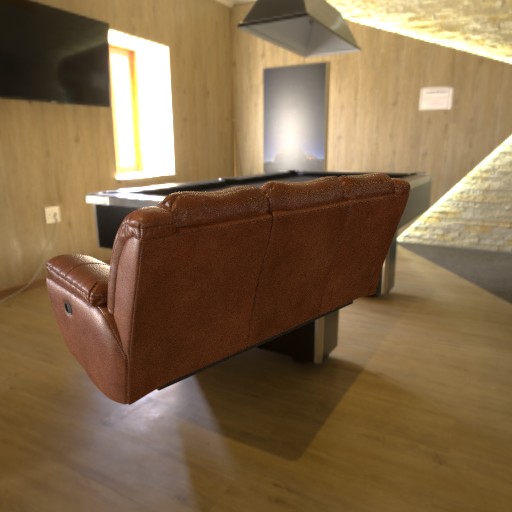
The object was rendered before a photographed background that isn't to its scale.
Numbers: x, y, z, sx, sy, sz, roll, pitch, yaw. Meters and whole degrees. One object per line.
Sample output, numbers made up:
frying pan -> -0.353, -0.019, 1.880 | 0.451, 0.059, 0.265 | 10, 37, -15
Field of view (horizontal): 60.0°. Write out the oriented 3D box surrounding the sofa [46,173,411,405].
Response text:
sofa -> 0.000, 0.000, 2.880 | 2.337, 1.043, 0.991 | -14, 20, -43
